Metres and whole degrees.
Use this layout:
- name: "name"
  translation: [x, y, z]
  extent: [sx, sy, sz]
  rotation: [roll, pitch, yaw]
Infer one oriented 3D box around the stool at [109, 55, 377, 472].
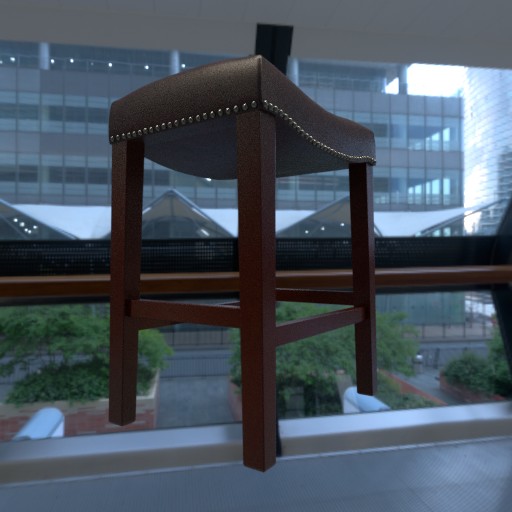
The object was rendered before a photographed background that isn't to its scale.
- name: "stool"
  translation: [0.000, 0.000, 0.967]
  extent: [0.372, 0.657, 0.504]
  rotation: [0, -1, 35]
